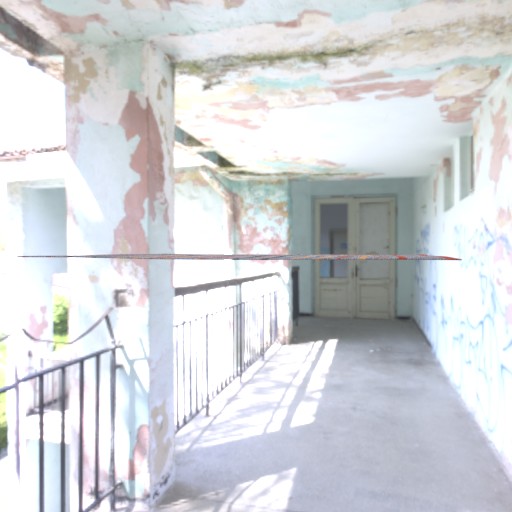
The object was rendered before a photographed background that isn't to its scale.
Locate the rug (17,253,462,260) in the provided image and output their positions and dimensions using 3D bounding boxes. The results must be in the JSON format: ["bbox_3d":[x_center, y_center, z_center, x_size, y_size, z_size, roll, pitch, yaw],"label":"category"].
[{"bbox_3d":[0.000,0.000,3.935,3.029,0.022,2.263,0,1,16],"label":"rug"}]
